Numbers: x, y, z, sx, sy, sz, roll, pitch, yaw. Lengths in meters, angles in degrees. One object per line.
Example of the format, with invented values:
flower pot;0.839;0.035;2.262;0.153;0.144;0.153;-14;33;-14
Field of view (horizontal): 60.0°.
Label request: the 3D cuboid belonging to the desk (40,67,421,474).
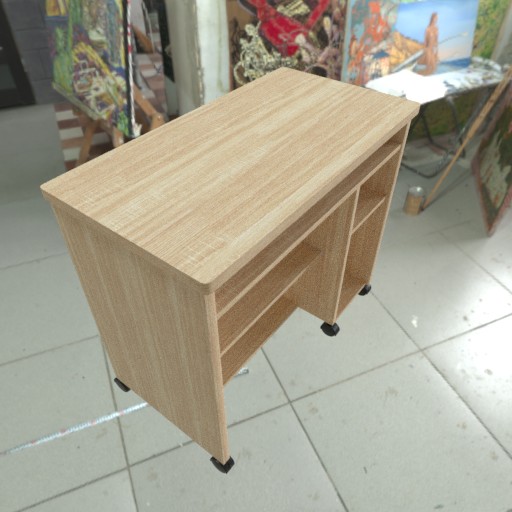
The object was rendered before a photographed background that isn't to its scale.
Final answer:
desk;0.000;0.000;1.331;0.480;0.770;0.884;27;49;27
